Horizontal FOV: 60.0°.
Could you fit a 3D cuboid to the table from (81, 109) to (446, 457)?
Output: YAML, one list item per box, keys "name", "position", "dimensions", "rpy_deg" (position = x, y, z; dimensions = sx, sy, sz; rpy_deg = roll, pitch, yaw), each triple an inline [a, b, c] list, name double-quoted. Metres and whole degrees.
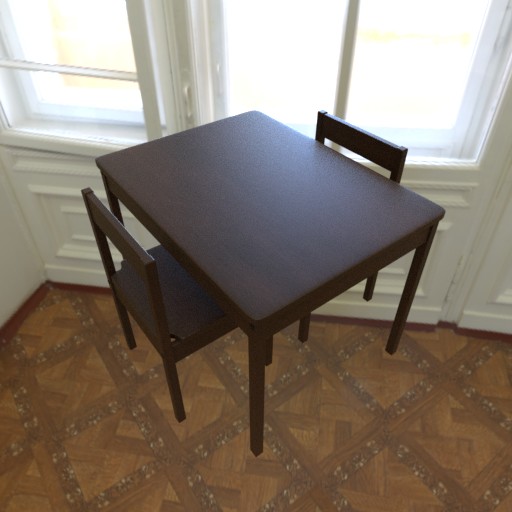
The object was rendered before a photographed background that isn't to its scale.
- name: "table"
  position: [0.000, 0.000, 1.121]
  dimensions: [0.672, 0.503, 0.650]
  rpy_deg: [-26, 47, -27]
